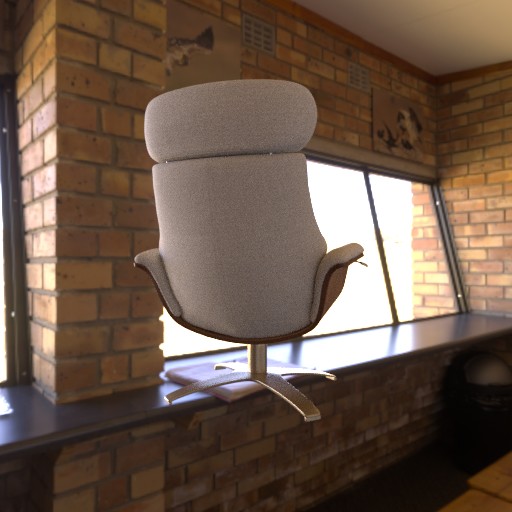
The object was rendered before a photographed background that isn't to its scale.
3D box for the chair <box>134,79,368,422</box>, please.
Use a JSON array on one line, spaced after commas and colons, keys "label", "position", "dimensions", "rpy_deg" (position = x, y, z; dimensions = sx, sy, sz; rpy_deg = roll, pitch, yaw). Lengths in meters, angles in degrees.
[{"label": "chair", "position": [0.000, 0.000, 1.626], "dimensions": [0.785, 0.995, 0.837], "rpy_deg": [0, -1, 19]}]
